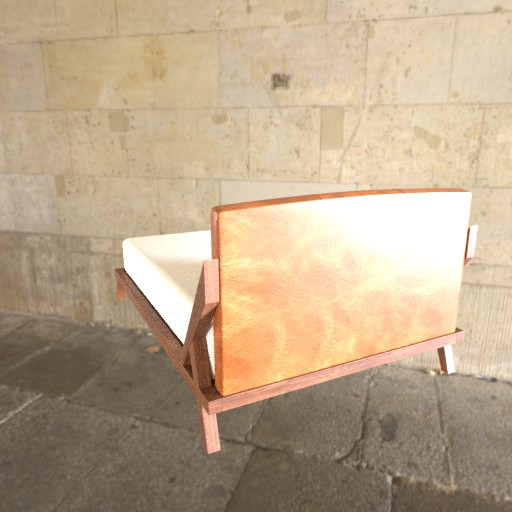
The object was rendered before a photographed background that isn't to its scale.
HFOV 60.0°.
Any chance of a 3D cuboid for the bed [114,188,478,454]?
[{"bbox_3d":[0.000,0.000,3.237,1.651,1.168,2.311,-7,17,-26],"label":"bed"}]
